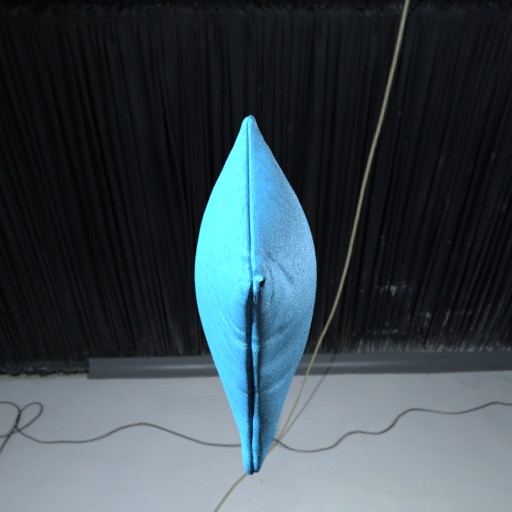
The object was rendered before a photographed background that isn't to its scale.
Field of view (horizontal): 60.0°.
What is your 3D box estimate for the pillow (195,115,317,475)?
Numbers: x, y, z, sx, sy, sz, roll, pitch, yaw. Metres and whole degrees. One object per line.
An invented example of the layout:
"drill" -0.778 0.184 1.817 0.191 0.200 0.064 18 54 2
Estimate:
"pillow" 0.000 0.000 0.803 0.210 0.338 0.633 -1 32 -1
